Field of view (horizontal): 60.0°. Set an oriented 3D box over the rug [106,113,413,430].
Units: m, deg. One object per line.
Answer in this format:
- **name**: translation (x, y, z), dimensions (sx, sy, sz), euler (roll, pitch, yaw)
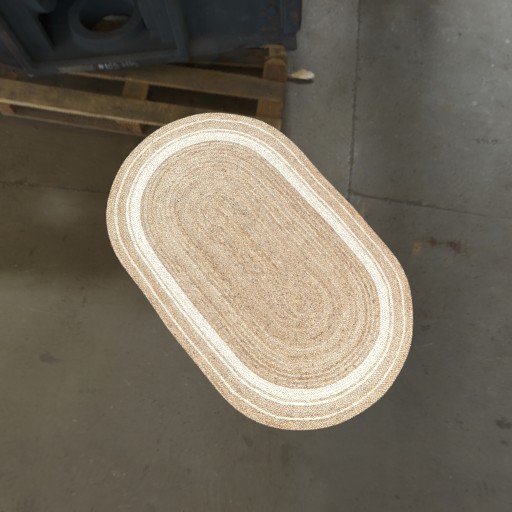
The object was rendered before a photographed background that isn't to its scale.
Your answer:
- **rug**: translation (0.000, 0.000, 3.043), dimensions (1.520, 0.006, 2.432), euler (-38, 78, -9)
